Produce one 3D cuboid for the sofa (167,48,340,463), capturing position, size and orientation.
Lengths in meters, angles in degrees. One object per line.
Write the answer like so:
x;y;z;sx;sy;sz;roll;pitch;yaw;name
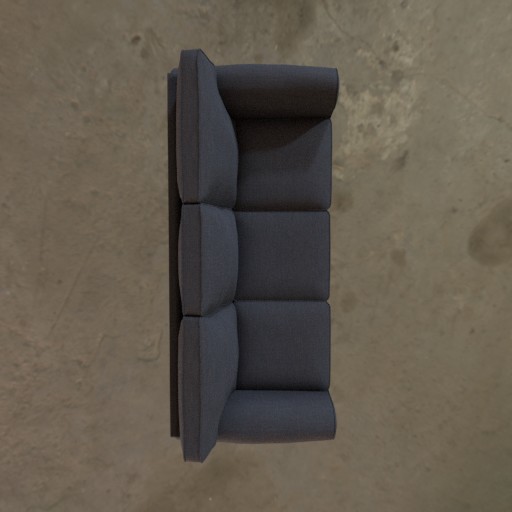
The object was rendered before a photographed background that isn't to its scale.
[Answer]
0.000;0.000;2.600;0.909;0.966;2.084;0;92;1;sofa
